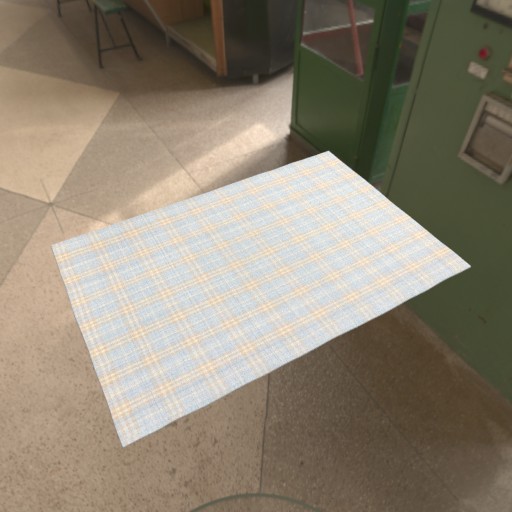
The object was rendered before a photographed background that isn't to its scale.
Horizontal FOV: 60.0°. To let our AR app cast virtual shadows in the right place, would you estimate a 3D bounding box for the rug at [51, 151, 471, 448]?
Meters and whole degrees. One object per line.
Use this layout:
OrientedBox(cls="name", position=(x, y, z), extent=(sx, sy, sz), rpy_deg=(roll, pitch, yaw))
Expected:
OrientedBox(cls="rug", position=(0.000, 0.000, 2.310), extent=(1.835, 0.012, 1.231), rpy_deg=(-22, 50, -20))
